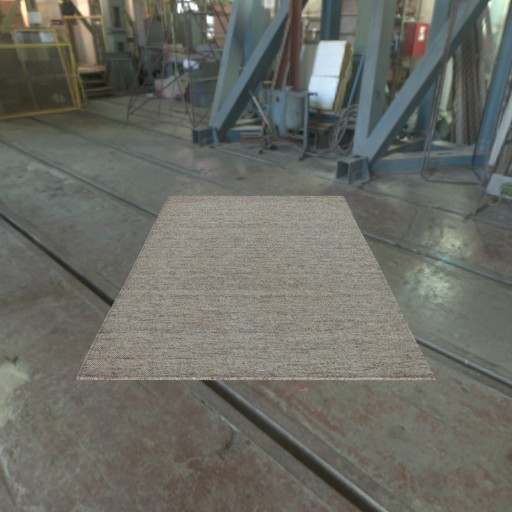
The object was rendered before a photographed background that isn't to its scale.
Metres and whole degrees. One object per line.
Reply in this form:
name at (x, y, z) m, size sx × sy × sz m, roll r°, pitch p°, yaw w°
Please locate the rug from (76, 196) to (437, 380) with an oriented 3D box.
rug at (0.000, 0.000, 2.903) m, size 1.547 × 0.013 × 2.283 m, roll 0°, pitch 27°, yaw 0°
